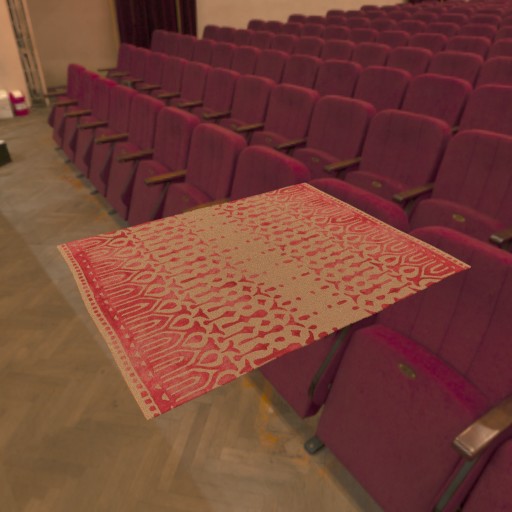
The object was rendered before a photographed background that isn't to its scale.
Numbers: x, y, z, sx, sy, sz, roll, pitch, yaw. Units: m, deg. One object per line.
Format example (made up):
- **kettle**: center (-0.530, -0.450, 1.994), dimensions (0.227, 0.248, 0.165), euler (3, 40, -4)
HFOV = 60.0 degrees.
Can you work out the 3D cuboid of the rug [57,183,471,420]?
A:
- **rug**: center (0.000, 0.000, 4.157), dimensions (3.095, 0.016, 2.441), euler (-18, 35, -28)
